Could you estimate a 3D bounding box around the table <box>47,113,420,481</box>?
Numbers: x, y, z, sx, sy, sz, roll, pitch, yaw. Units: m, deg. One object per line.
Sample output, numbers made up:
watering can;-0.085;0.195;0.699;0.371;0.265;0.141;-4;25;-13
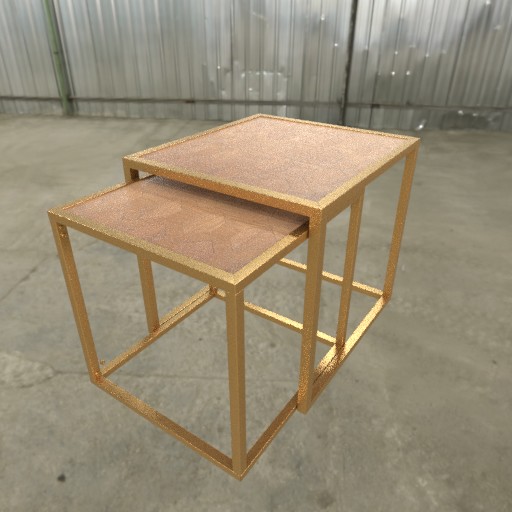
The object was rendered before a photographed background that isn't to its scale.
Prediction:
table;0.000;0.000;1.115;0.505;0.505;0.762;19;35;29
